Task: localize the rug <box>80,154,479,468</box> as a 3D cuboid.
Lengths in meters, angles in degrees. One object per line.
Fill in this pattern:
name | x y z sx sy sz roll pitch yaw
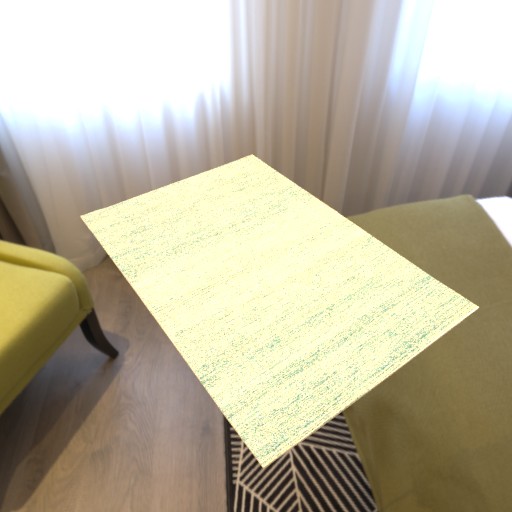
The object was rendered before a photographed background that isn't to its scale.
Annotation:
rug | 0.000 0.000 2.962 1.593 0.029 2.305 -25 47 -26
